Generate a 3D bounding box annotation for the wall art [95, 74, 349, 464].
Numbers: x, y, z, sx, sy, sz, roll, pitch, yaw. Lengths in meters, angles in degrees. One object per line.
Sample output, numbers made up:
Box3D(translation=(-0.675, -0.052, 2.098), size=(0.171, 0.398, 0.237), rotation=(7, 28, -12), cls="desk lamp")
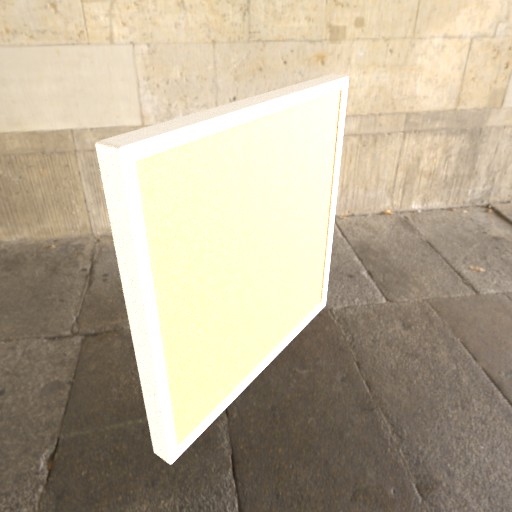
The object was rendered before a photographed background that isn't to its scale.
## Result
Box3D(translation=(0.000, 0.000, 0.749), size=(0.038, 0.508, 0.508), rotation=(21, 37, 30), cls="wall art")
